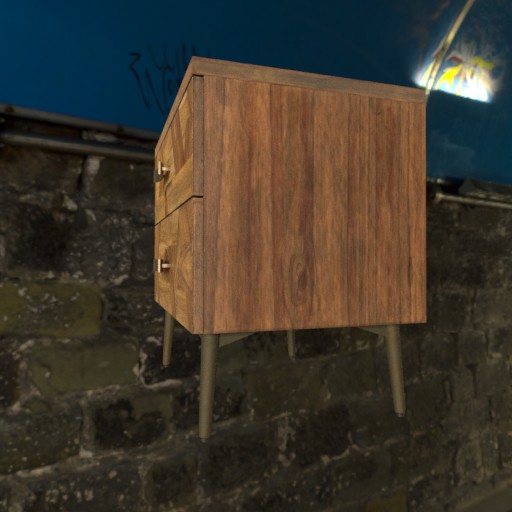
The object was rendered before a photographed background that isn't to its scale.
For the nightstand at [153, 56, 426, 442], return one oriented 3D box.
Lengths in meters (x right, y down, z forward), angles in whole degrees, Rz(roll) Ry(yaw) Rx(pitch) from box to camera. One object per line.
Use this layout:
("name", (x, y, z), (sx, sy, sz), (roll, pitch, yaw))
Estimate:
("nightstand", (0.000, 0.000, 1.033), (0.458, 0.610, 0.610), (0, -1, -18))
